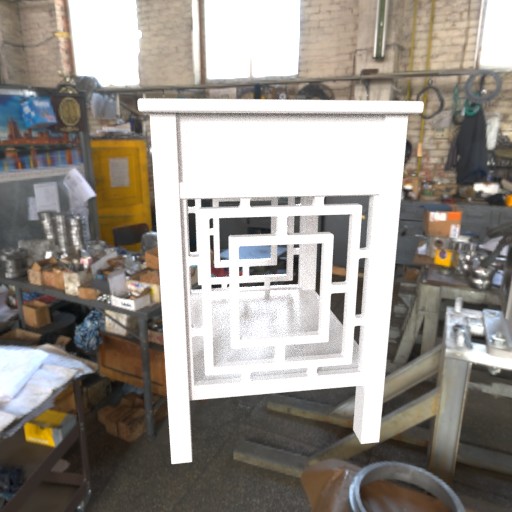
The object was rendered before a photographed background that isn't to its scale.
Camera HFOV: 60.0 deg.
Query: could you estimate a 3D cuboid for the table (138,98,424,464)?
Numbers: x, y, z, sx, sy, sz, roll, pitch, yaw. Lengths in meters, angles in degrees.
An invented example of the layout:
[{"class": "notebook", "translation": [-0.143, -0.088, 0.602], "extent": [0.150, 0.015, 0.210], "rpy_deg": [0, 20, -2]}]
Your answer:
[{"class": "table", "translation": [0.000, 0.000, 1.021], "extent": [0.451, 0.646, 0.564], "rpy_deg": [-2, 16, -8]}]
